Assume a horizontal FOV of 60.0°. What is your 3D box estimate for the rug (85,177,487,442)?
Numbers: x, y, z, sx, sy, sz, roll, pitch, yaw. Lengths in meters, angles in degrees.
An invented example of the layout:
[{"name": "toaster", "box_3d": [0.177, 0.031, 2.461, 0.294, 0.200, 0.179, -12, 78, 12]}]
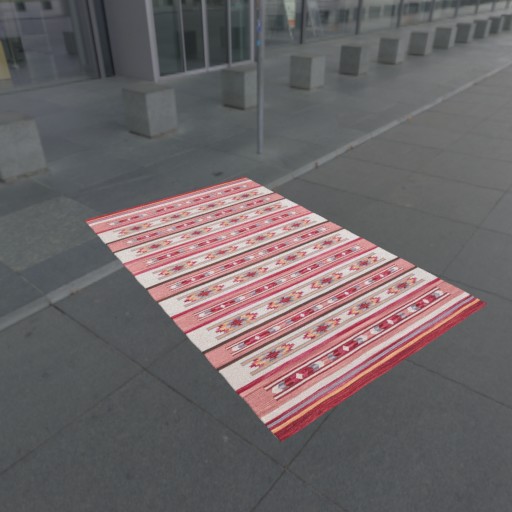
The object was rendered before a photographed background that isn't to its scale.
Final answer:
[{"name": "rug", "box_3d": [0.000, 0.000, 3.010, 1.535, 0.010, 2.431, -21, 37, -30]}]
